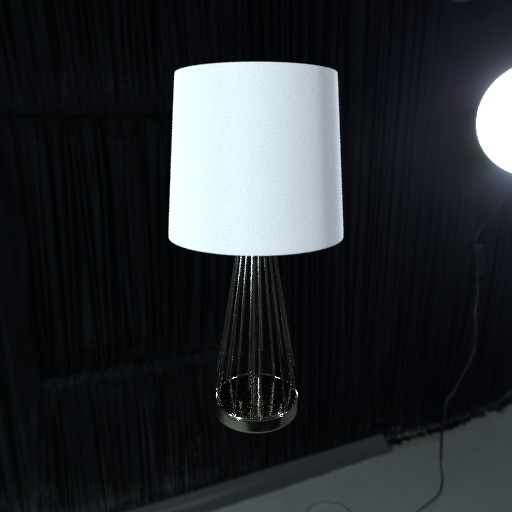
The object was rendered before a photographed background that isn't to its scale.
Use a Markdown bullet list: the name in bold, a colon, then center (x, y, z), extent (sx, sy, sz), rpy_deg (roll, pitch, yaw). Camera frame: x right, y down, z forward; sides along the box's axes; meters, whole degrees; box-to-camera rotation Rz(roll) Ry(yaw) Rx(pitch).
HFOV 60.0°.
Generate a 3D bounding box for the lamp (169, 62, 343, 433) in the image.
- **lamp**: center (0.000, 0.000, 0.794), extent (0.303, 0.618, 0.303), rpy_deg (0, 15, 0)
